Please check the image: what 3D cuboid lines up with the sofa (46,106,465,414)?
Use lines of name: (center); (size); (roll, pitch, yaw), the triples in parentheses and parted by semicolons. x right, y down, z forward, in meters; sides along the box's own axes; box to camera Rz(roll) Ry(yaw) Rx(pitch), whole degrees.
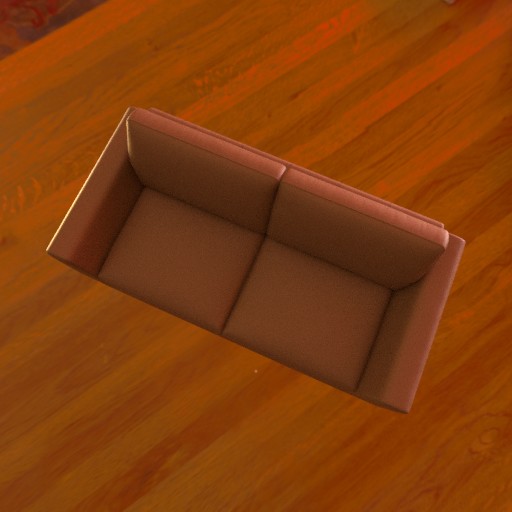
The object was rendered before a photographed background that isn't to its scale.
sofa: (0.000, 0.000, 2.475); (2.017, 0.875, 0.953); (23, 77, 6)
